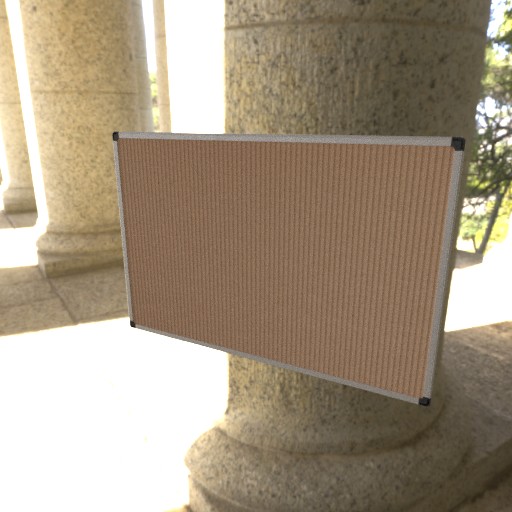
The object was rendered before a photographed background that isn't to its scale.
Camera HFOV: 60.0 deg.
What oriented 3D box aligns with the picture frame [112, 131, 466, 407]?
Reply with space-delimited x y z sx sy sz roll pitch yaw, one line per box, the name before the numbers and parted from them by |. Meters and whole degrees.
picture frame | 0.000 0.000 1.127 0.900 0.600 0.010 9 19 26
